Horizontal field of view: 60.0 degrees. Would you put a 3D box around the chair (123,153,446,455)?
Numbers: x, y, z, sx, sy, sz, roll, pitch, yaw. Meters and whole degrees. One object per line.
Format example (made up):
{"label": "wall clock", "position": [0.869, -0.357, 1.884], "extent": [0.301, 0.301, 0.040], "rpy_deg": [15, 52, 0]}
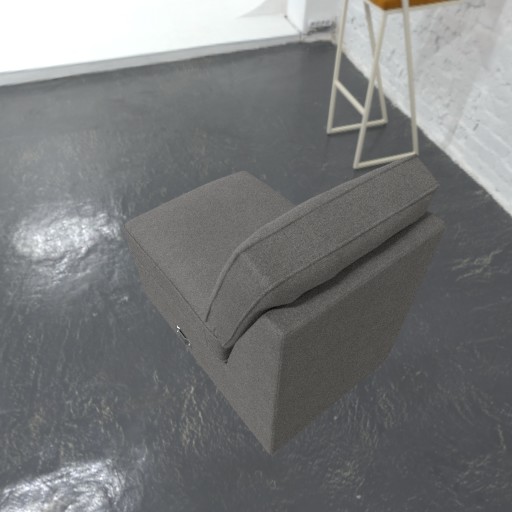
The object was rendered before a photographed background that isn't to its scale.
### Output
{"label": "chair", "position": [0.000, 0.000, 1.573], "extent": [0.621, 0.970, 0.938], "rpy_deg": [-30, 53, -25]}
